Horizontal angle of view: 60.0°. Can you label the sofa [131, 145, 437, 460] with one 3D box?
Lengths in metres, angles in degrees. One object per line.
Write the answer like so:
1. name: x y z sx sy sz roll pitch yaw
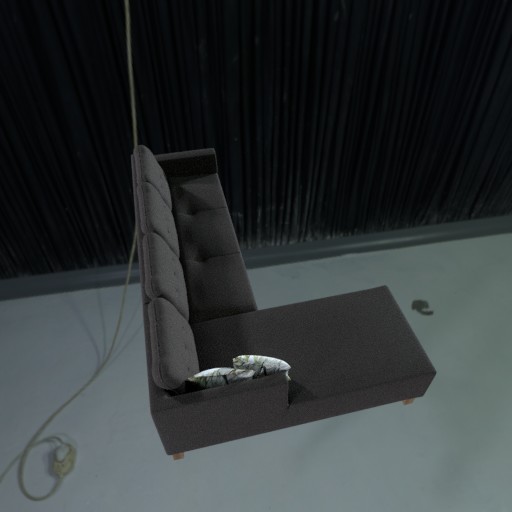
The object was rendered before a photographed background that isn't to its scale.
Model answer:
1. sofa: 0.000 0.000 3.656 1.829 0.932 2.679 -10 47 -9
